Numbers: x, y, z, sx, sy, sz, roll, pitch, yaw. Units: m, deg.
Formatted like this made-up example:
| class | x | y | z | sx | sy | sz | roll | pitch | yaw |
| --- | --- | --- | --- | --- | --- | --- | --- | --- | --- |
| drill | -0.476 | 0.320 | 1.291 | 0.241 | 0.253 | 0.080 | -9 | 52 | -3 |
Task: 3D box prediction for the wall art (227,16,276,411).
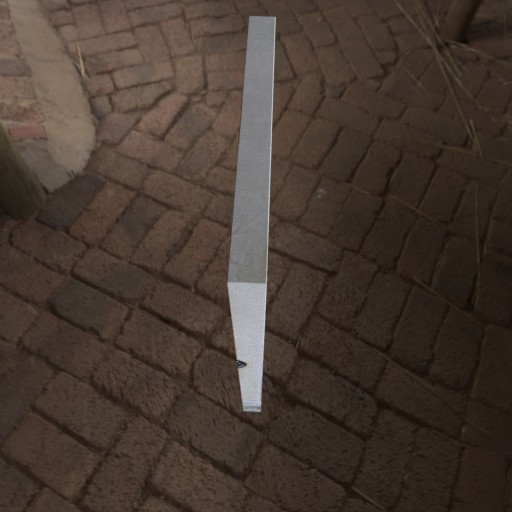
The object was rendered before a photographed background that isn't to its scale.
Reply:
| class | x | y | z | sx | sy | sz | roll | pitch | yaw |
| --- | --- | --- | --- | --- | --- | --- | --- | --- | --- |
| wall art | 0.000 | 0.000 | 0.766 | 0.036 | 0.607 | 0.403 | 2 | 60 | 1 |
